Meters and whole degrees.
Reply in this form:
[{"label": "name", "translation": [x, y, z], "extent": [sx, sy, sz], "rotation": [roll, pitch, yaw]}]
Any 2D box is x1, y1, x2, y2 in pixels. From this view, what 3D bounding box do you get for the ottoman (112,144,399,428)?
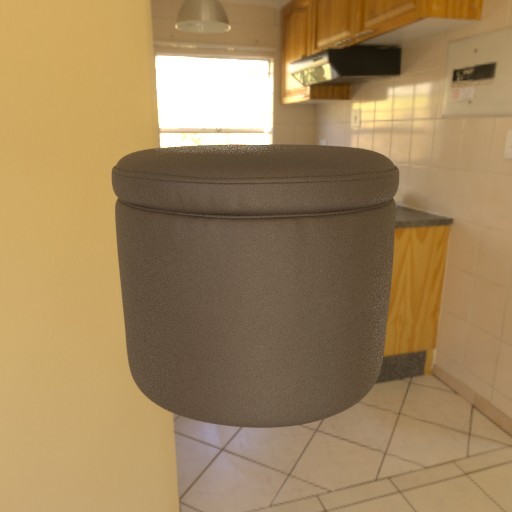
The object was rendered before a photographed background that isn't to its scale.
[{"label": "ottoman", "translation": [0.000, 0.000, 0.843], "extent": [0.500, 0.409, 0.500], "rotation": [0, 16, 0]}]
